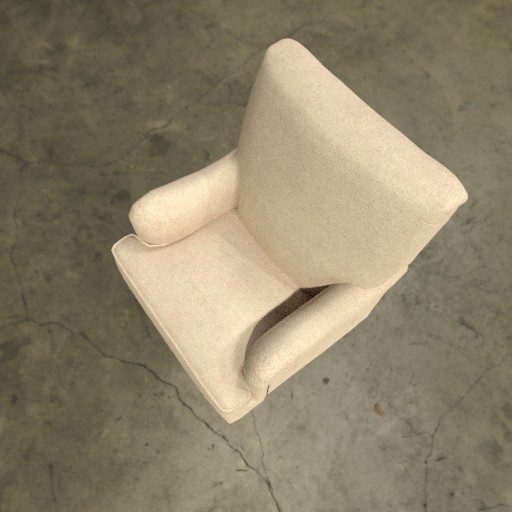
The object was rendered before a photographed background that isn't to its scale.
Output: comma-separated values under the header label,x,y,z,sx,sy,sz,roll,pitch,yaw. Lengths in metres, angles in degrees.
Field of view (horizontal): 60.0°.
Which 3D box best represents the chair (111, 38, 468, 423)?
label,x,y,z,sx,sy,sz,roll,pitch,yaw
chair,0.000,0.000,1.784,0.953,1.119,0.879,-34,69,-16
